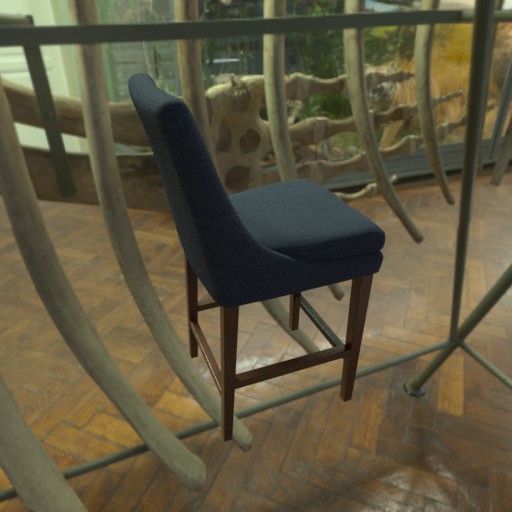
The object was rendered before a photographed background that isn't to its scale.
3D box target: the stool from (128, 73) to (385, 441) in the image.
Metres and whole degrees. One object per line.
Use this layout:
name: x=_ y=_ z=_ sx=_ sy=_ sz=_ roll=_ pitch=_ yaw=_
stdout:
stool: x=0.000 y=0.000 z=1.303 sx=0.577 sy=0.981 sz=0.470 roll=-11 pitch=32 yaw=-19
